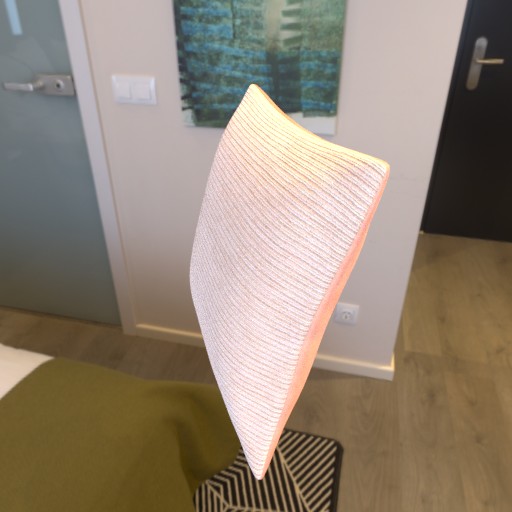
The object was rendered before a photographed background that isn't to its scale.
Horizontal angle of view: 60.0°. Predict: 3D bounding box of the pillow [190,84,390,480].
[{"bbox_3d":[0.000,0.000,0.641,0.177,0.401,0.424,-8,31,-14],"label":"pillow"}]
